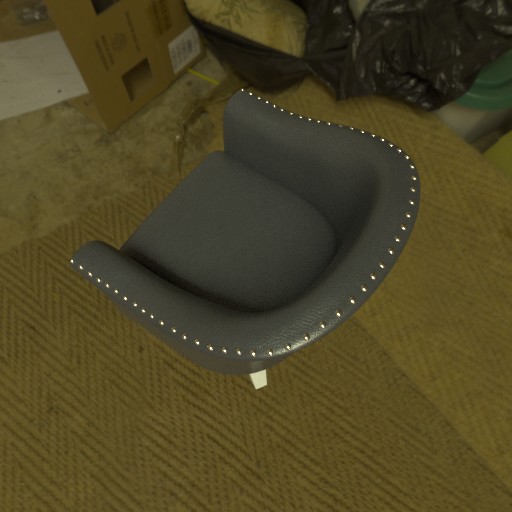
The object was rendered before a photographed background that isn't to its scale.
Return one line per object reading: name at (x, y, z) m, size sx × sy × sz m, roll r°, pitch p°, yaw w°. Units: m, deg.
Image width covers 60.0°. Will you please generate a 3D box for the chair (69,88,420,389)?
chair at (0.000, 0.000, 1.426) m, size 0.748 × 0.823 × 0.794 m, roll 33°, pitch 68°, yaw 15°
